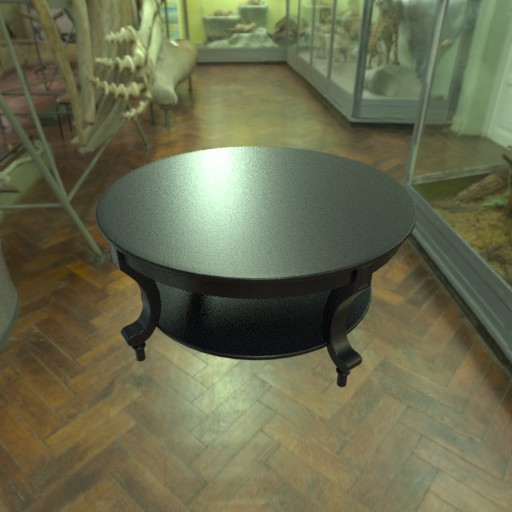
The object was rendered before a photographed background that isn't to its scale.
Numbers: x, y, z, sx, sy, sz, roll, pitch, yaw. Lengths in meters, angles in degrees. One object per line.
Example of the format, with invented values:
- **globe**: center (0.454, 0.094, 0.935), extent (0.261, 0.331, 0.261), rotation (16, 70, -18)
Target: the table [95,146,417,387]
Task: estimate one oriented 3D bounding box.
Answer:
- **table**: center (0.000, 0.000, 1.602), extent (1.029, 0.491, 1.029), rotation (0, 31, 0)
